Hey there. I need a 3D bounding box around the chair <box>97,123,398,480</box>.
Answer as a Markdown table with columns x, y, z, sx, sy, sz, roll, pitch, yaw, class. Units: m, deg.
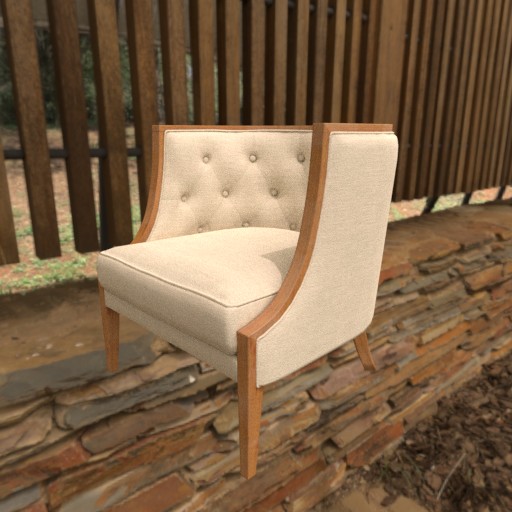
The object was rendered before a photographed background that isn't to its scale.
| x | y | z | sx | sy | sz | roll | pitch | yaw | class |
| --- | --- | --- | --- | --- | --- | --- | --- | --- | --- |
| 0.000 | 0.000 | 1.365 | 0.757 | 0.775 | 0.711 | -15 | 22 | -42 | chair |
